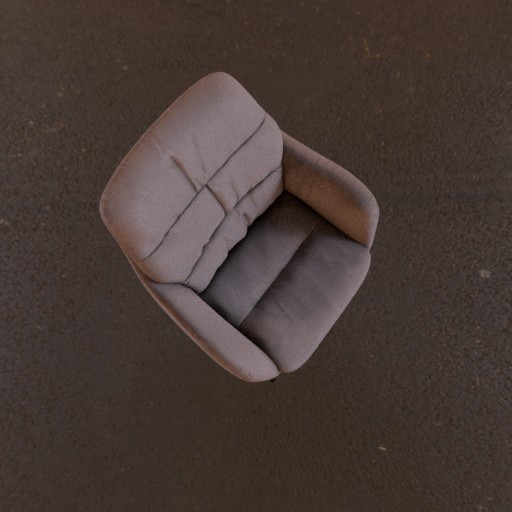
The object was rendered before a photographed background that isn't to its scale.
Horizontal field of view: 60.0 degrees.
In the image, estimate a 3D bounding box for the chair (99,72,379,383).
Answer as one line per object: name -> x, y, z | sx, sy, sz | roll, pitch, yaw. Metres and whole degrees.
chair -> 0.000, 0.000, 1.250 | 0.569, 0.888, 0.579 | 36, 79, 9
